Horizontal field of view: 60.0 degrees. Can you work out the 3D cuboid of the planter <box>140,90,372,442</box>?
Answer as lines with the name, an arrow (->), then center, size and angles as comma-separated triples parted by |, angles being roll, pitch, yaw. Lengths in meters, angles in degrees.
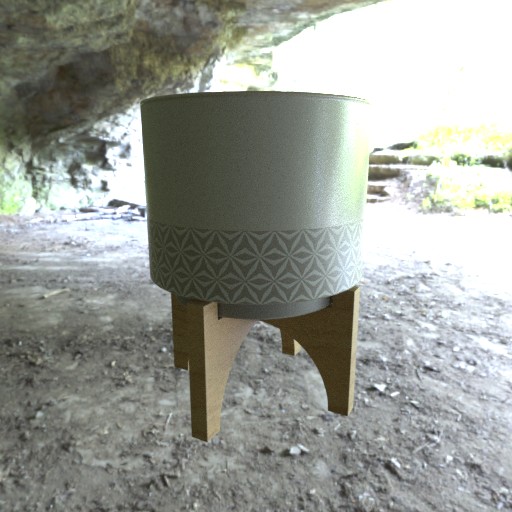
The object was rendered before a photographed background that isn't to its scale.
planter -> 0.000, 0.000, 0.401 | 0.188, 0.260, 0.188 | 0, 14, 0
